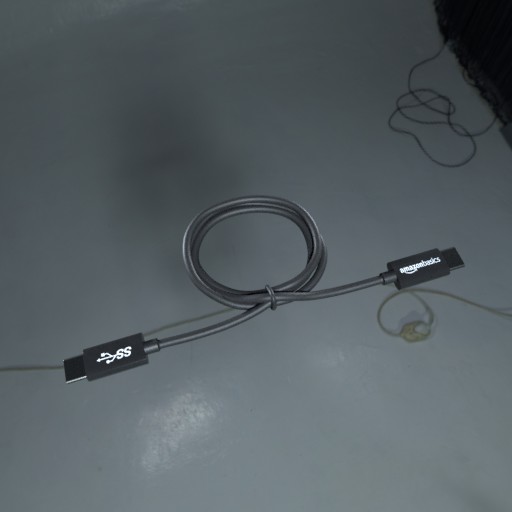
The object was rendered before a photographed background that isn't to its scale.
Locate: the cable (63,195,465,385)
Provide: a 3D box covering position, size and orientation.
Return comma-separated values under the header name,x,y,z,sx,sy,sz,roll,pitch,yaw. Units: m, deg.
name,x,y,z,sx,sy,sz,roll,pitch,yaw
cable,0.000,0.000,0.209,0.186,0.014,0.070,-16,65,-8
